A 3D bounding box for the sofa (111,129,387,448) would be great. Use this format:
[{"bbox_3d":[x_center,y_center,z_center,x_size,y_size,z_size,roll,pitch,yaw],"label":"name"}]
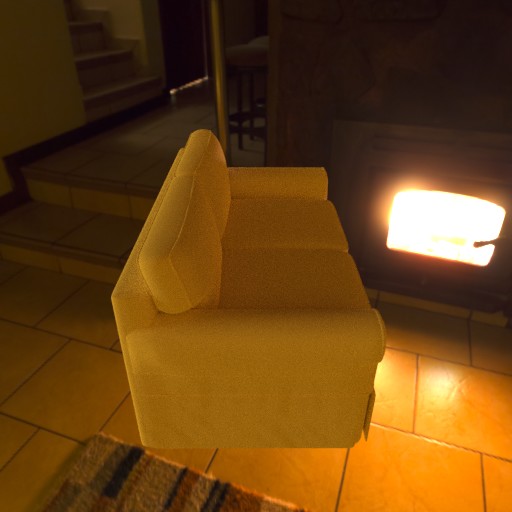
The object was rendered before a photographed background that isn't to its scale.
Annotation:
[{"bbox_3d":[0.000,0.000,2.352,0.991,0.940,1.727,0,31,0],"label":"sofa"}]
